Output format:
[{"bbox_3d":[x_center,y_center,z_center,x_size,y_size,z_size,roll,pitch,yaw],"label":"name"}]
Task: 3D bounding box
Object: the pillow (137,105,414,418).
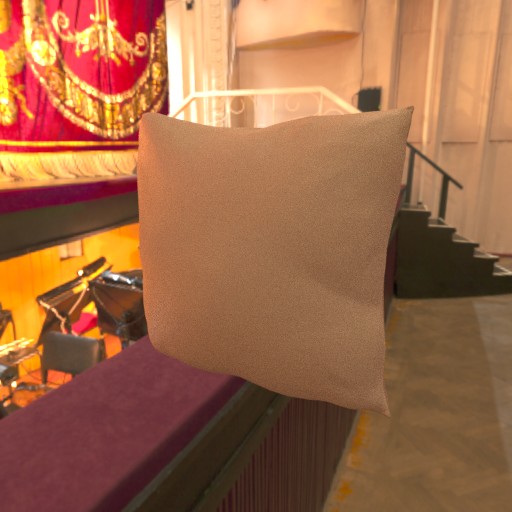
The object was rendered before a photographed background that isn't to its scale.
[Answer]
[{"bbox_3d":[0.000,0.000,0.706,0.450,0.448,0.245,8,16,27],"label":"pillow"}]
